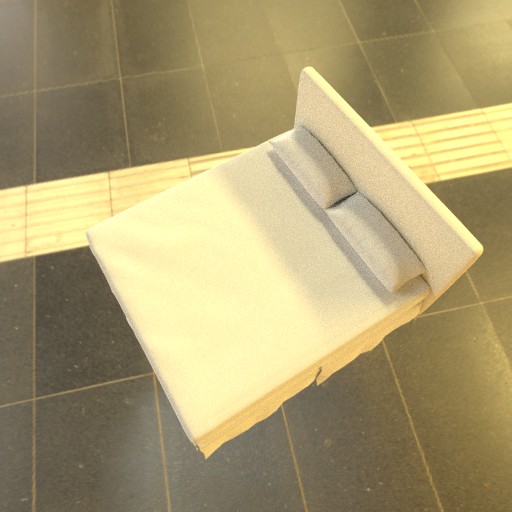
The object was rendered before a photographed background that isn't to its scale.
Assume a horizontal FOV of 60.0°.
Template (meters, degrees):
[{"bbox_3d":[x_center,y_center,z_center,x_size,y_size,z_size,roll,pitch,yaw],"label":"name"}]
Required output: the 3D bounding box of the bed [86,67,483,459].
[{"bbox_3d":[0.000,0.000,3.615,2.341,1.317,2.119,-29,67,-13],"label":"bed"}]
